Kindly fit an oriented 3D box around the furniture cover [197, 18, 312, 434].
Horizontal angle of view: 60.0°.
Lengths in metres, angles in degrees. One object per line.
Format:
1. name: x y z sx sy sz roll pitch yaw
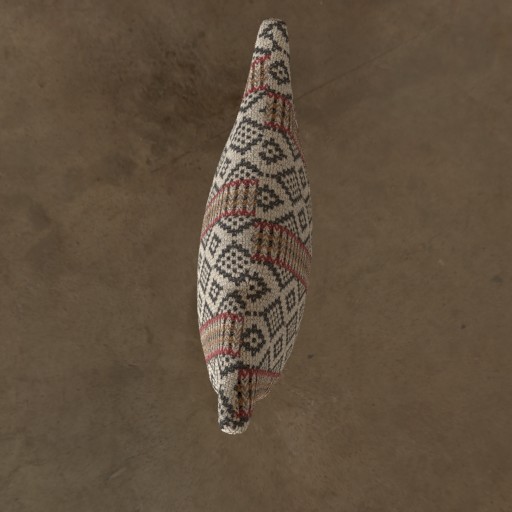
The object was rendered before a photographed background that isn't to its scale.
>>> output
1. furniture cover: 0.000 0.000 0.746 0.182 0.506 0.503 5 75 1
